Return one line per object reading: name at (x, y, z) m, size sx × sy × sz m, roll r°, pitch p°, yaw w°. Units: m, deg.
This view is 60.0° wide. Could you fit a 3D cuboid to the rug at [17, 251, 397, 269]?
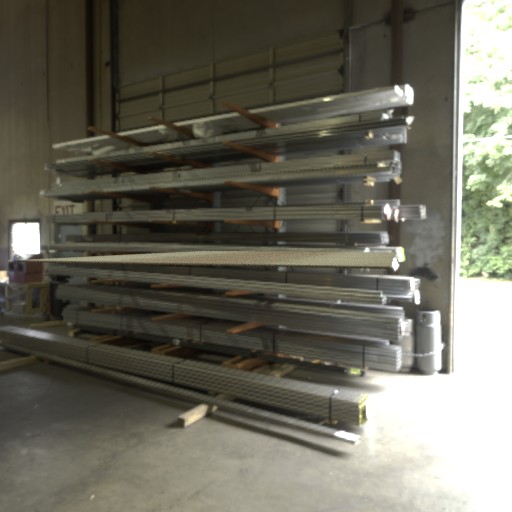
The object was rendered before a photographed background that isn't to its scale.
rug at (0.000, 0.000, 4.070) m, size 2.438 × 0.013 × 3.048 m, roll 1°, pitch 2°, yaw 18°
